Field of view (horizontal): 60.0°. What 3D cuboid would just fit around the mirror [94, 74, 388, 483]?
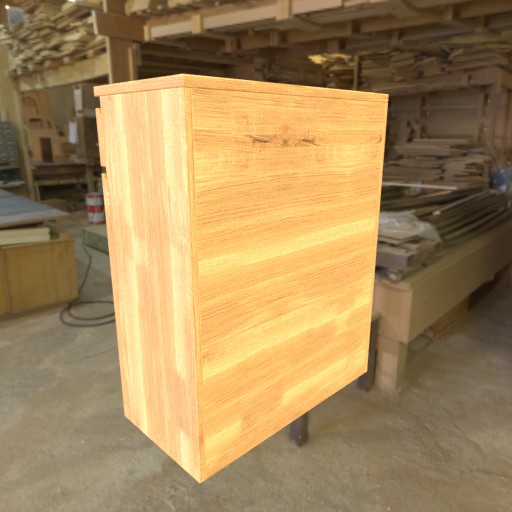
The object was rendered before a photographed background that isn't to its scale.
[{"bbox_3d":[0.000,0.000,1.429,0.800,1.000,0.400,-15,22,-42],"label":"mirror"}]
